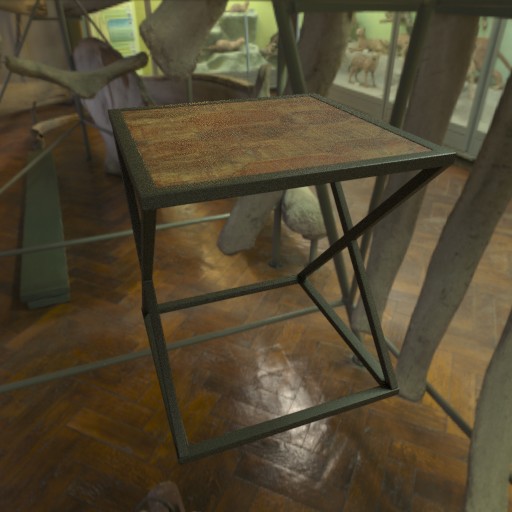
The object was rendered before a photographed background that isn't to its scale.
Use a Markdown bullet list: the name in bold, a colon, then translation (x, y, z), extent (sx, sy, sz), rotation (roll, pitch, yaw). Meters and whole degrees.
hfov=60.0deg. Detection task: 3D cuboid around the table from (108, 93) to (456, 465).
- **table**: translation (0.000, 0.000, 0.981), extent (0.500, 0.565, 0.500), rotation (-11, 33, -17)
